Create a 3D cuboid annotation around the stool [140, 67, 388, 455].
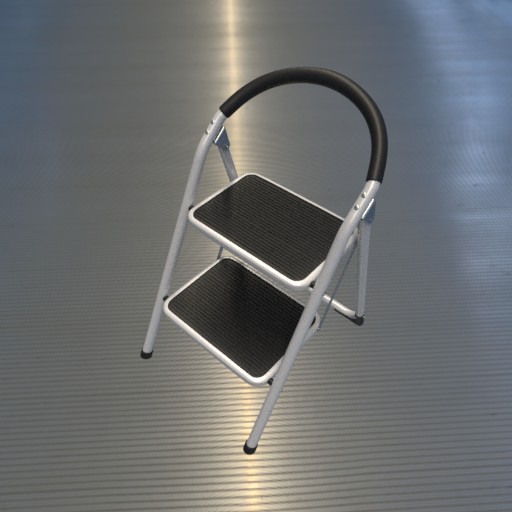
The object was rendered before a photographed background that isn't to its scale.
[{"bbox_3d":[0.000,0.000,1.105,0.453,0.760,0.559,33,55,27],"label":"stool"}]
